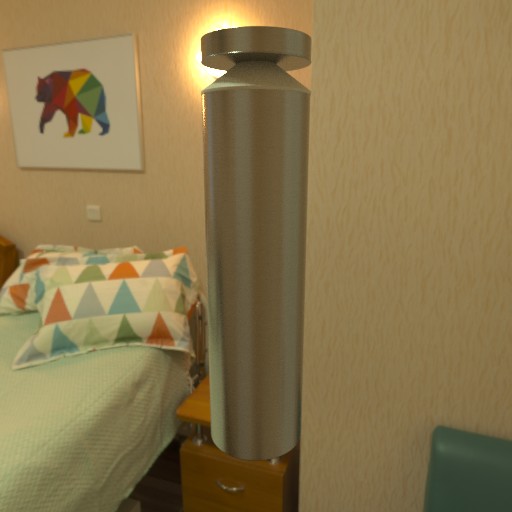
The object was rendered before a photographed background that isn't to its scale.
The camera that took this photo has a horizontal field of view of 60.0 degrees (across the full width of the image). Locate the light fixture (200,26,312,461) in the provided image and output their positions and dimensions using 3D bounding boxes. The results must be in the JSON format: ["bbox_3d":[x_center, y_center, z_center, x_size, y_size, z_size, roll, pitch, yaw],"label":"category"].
[{"bbox_3d":[0.000,0.000,0.448,0.102,0.400,0.102,-2,14,-9],"label":"light fixture"}]
